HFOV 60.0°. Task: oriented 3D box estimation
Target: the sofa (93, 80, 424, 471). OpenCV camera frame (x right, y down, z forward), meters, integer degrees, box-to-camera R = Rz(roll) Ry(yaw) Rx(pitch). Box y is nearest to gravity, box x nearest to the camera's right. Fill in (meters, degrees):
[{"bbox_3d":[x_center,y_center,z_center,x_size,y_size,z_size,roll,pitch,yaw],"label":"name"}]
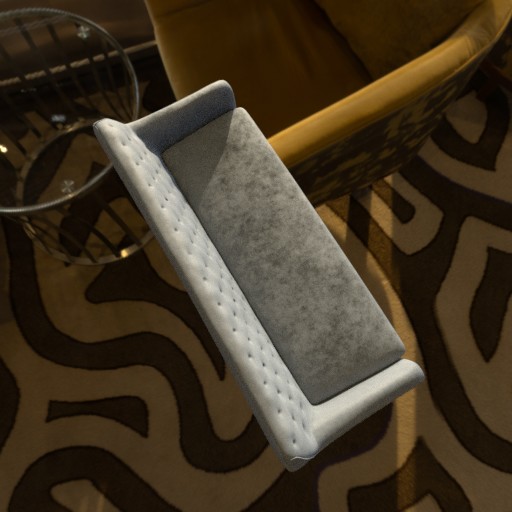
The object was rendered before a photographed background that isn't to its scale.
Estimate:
[{"bbox_3d":[0.000,0.000,2.436,0.841,0.832,1.975,-30,77,-8],"label":"sofa"}]
